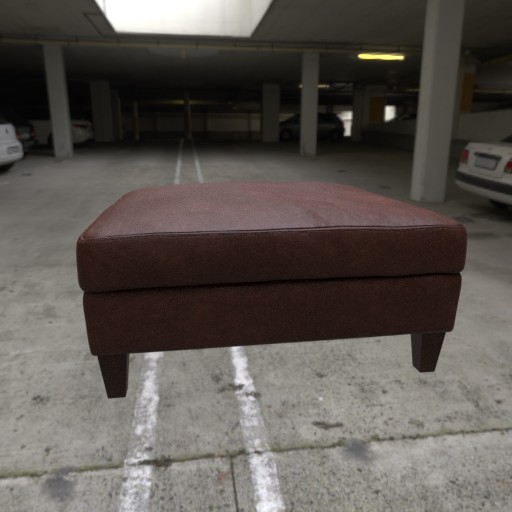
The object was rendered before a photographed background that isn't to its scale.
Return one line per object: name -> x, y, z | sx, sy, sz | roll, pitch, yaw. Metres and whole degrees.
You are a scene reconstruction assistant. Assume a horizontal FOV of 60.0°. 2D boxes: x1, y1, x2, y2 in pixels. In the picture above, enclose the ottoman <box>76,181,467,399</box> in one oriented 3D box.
ottoman -> 0.000, 0.000, 1.317 | 0.844, 0.415, 0.836 | -2, 15, -9
